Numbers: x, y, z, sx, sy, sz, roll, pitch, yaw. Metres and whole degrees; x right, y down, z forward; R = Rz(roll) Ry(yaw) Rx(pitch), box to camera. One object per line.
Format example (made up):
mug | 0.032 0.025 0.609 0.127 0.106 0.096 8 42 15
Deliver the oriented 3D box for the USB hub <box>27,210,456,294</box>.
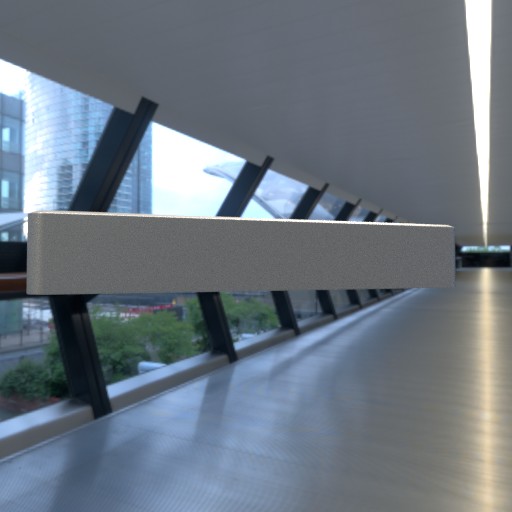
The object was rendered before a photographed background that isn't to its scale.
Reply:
USB hub | 0.000 0.000 0.162 0.145 0.023 0.044 0 -2 -18
